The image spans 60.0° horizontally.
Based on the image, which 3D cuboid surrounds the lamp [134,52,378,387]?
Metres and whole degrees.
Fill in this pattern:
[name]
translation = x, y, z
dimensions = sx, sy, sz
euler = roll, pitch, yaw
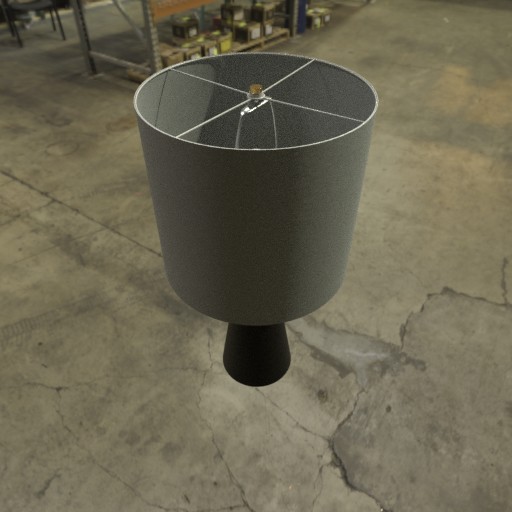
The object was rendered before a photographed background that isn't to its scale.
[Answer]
[lamp]
translation = 0.000, 0.000, 0.759
dimensions = 0.308, 0.580, 0.308
euler = 25, 48, 25
